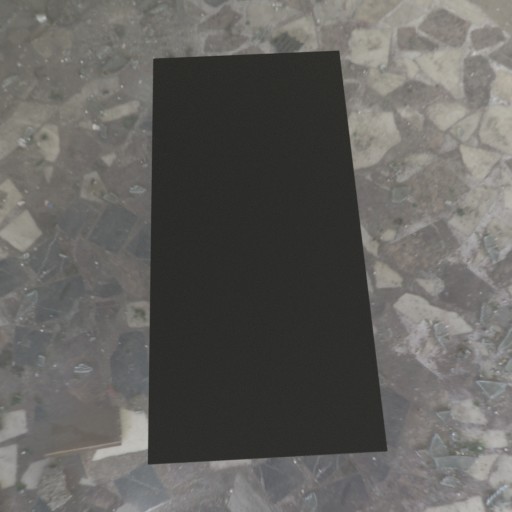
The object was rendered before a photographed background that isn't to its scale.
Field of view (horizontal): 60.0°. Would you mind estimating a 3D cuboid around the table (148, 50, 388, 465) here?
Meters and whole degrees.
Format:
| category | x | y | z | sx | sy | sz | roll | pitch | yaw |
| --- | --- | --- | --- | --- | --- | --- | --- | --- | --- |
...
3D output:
| category | x | y | z | sx | sy | sz | roll | pitch | yaw |
| --- | --- | --- | --- | --- | --- | --- | --- | --- | --- |
| table | 0.000 | 0.000 | 1.328 | 0.523 | 0.470 | 1.044 | -3 | 74 | -1 |
